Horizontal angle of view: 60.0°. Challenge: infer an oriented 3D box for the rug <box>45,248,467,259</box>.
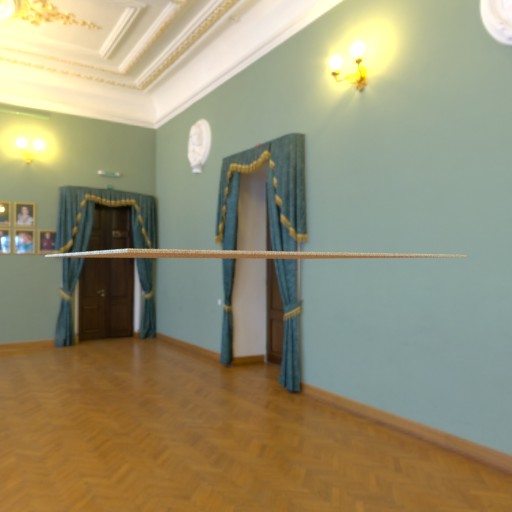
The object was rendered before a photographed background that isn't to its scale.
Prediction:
[{"bbox_3d":[0.000,0.000,2.754,2.144,0.013,1.509,1,-1,-35],"label":"rug"}]
